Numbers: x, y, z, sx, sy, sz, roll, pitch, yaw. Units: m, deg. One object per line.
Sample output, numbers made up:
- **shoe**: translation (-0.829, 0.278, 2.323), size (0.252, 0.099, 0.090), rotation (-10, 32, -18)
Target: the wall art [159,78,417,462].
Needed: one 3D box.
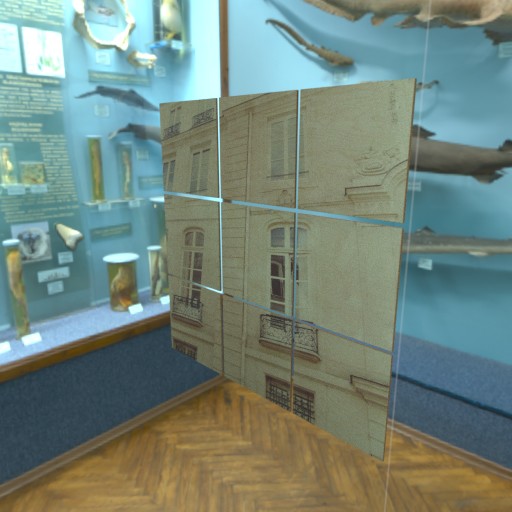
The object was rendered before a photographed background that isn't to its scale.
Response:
- **wall art**: translation (0.000, 0.000, 2.210), size (1.526, 1.522, 0.023), rotation (14, 20, 43)
